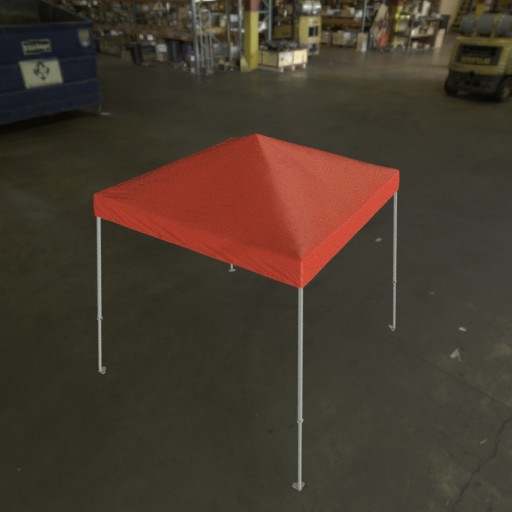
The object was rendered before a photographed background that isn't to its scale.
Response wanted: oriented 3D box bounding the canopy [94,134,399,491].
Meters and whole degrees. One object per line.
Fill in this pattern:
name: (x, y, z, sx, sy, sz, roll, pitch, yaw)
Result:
canopy: (0.000, 0.000, 5.171, 2.850, 2.850, 2.849, 18, 35, 28)
